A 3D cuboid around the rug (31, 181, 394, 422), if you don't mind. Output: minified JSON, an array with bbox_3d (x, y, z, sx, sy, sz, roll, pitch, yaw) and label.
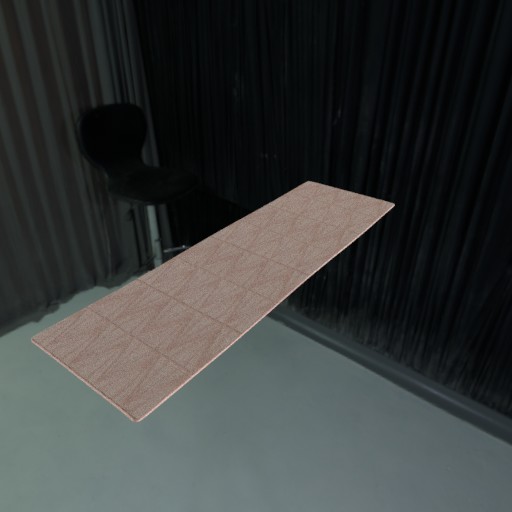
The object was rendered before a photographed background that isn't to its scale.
[{"bbox_3d":[0.000,0.000,2.661,0.760,0.015,2.435,22,37,31],"label":"rug"}]
